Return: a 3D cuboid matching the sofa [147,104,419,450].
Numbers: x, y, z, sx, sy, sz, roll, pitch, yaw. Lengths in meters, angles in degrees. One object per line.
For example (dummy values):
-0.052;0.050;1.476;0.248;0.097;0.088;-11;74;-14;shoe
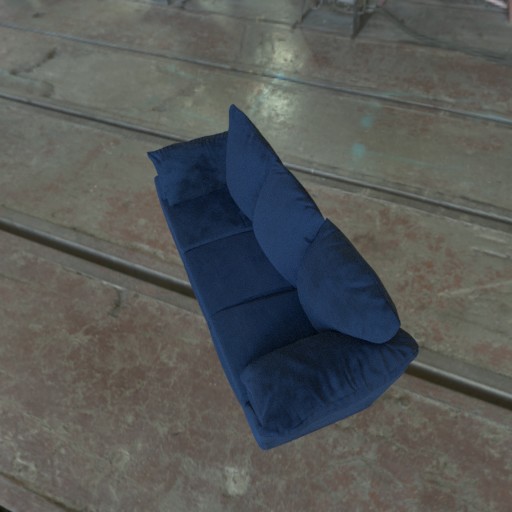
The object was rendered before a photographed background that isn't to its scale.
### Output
0.000;0.000;2.958;0.907;1.091;2.390;-17;50;-15;sofa
